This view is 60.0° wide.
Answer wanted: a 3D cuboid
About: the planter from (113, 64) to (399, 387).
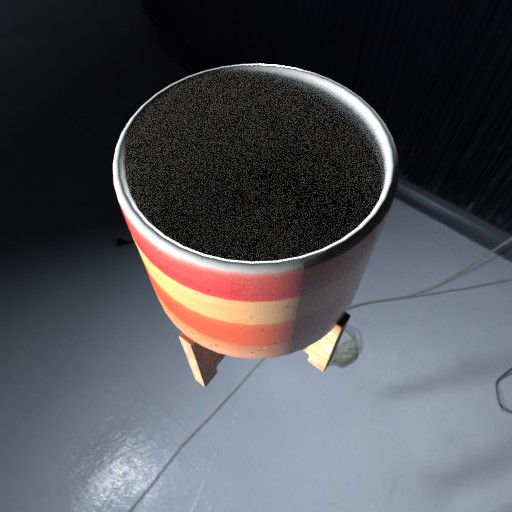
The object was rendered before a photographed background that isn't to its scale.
[{"bbox_3d":[0.000,0.000,0.409,0.199,0.268,0.199,0,58,0],"label":"planter"}]
